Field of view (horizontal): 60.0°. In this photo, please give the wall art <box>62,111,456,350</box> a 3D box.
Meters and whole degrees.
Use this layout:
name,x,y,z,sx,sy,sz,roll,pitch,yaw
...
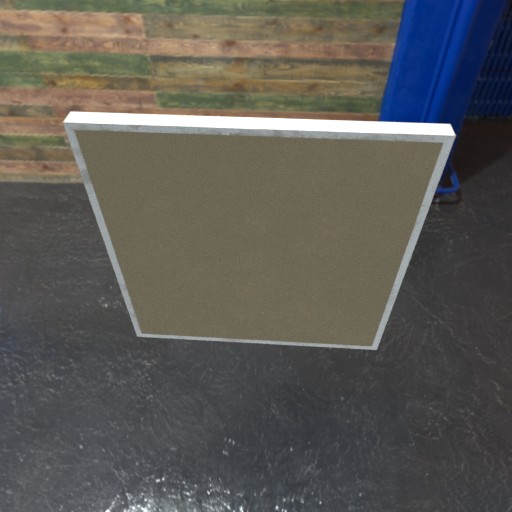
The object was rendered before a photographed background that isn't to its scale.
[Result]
name,x,y,z,sx,sy,sz,roll,pitch,yaw
wall art,0.000,0.000,0.764,0.508,0.506,0.029,3,47,3
